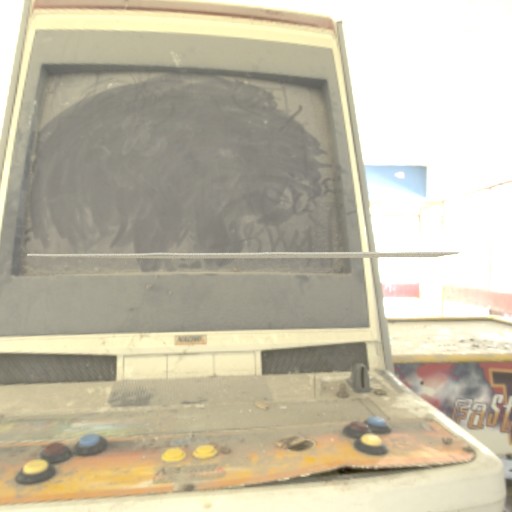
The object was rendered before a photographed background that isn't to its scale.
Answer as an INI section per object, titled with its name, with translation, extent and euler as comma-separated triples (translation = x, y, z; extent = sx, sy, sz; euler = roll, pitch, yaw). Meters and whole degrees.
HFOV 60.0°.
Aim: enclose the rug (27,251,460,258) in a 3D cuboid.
[rug]
translation = 0.000, 0.000, 2.335
extent = 1.835, 0.012, 1.231
euler = 0, -1, 18
